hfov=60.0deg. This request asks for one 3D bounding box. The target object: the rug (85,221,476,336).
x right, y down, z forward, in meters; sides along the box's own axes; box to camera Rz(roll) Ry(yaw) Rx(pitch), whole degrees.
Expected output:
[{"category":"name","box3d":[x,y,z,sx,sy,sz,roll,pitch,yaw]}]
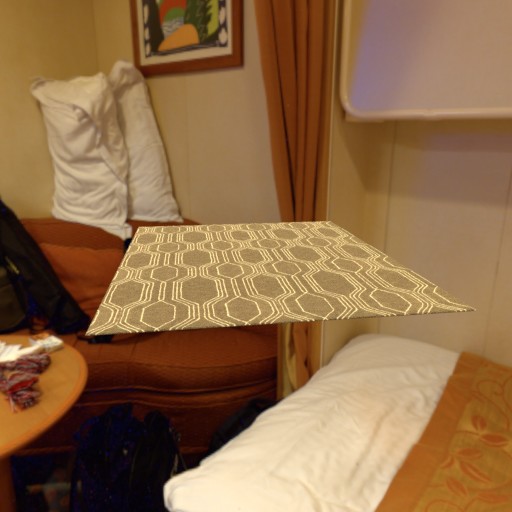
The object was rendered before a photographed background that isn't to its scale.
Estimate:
[{"category":"rug","box3d":[0.000,0.000,4.182,2.457,0.012,3.062,-2,16,-8]}]
